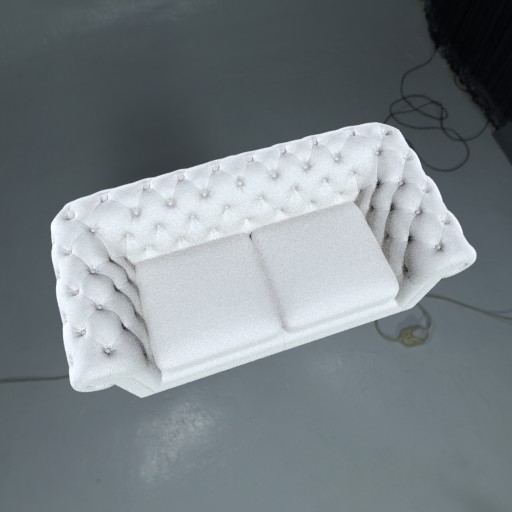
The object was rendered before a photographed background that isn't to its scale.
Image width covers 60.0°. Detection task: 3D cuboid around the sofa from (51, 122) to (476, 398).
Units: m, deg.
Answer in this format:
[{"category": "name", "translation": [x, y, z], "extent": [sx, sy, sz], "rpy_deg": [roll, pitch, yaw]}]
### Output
[{"category": "sofa", "translation": [0.000, 0.000, 2.468], "extent": [1.998, 0.764, 0.986], "rpy_deg": [-17, 64, -8]}]
